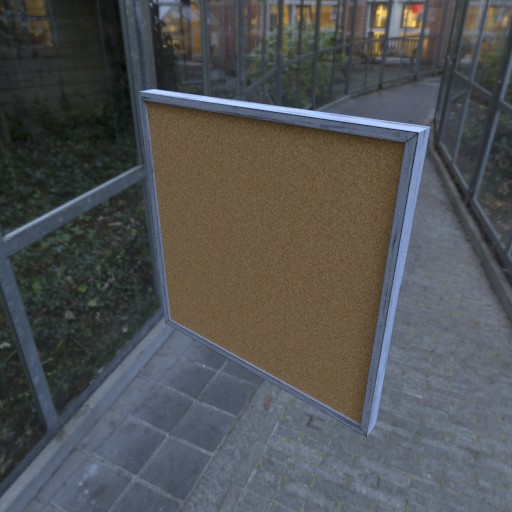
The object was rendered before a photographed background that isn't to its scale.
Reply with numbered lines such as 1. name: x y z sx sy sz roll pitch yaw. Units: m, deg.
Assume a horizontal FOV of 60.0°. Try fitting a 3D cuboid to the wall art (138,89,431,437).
1. wall art: 0.000 0.000 0.777 0.506 0.506 0.038 21 35 33
